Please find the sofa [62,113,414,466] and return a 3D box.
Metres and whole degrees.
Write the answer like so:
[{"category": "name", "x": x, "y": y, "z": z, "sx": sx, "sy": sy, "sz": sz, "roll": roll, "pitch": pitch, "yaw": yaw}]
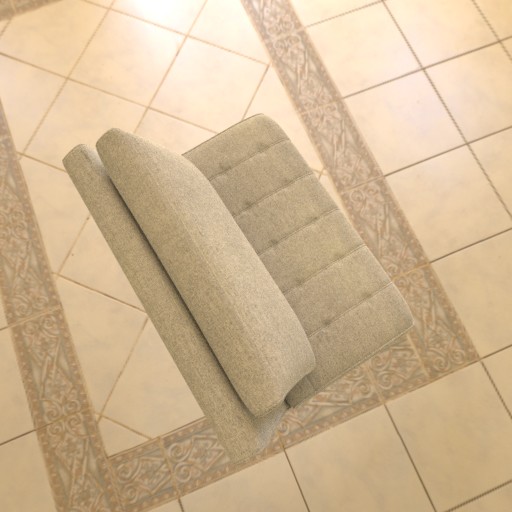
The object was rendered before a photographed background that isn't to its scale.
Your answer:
[{"category": "sofa", "x": 0.000, "y": 0.000, "z": 1.845, "sx": 0.910, "sy": 0.910, "sz": 1.220, "roll": -31, "pitch": 78, "yaw": -8}]
